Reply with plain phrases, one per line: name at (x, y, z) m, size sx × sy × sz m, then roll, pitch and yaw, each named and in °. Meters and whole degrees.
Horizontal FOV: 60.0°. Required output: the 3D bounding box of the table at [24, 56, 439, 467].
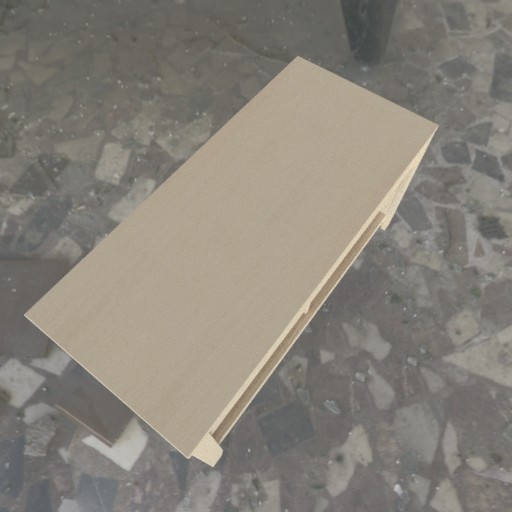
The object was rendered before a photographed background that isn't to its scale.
table at (0.000, 0.000, 1.270) m, size 0.457 × 0.483 × 1.016 m, roll 34°, pitch 67°, yaw 16°
